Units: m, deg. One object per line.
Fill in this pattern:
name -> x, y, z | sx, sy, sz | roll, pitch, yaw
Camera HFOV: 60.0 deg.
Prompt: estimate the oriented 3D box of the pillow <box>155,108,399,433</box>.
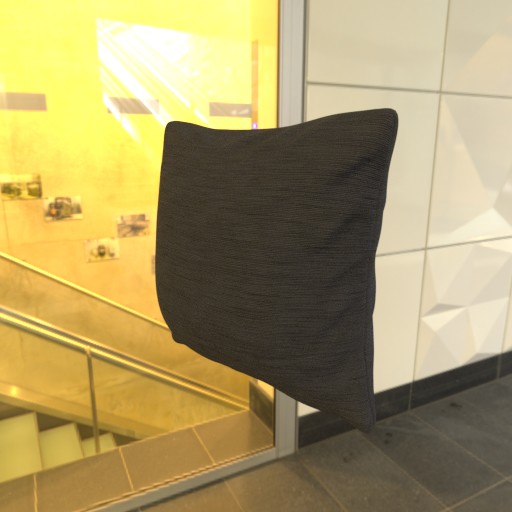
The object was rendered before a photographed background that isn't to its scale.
pillow -> 0.000, 0.000, 0.682 | 0.432, 0.414, 0.246 | 13, 19, 42
